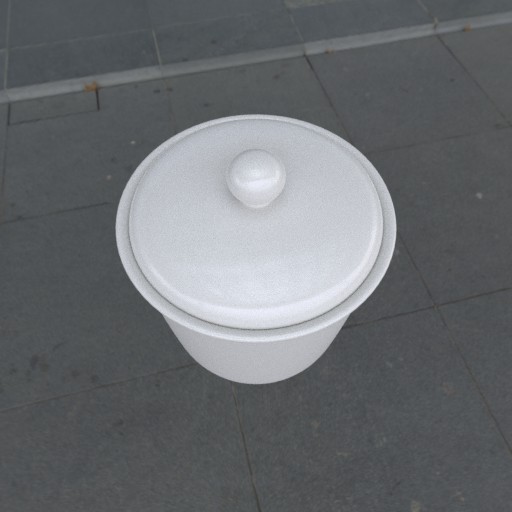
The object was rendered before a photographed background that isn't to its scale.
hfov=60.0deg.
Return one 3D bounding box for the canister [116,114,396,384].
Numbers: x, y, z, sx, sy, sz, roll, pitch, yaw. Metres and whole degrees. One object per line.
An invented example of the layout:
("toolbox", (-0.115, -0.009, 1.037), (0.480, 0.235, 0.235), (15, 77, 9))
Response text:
("canister", (0.000, 0.000, 0.340), (0.182, 0.208, 0.182), (0, 59, 0))
